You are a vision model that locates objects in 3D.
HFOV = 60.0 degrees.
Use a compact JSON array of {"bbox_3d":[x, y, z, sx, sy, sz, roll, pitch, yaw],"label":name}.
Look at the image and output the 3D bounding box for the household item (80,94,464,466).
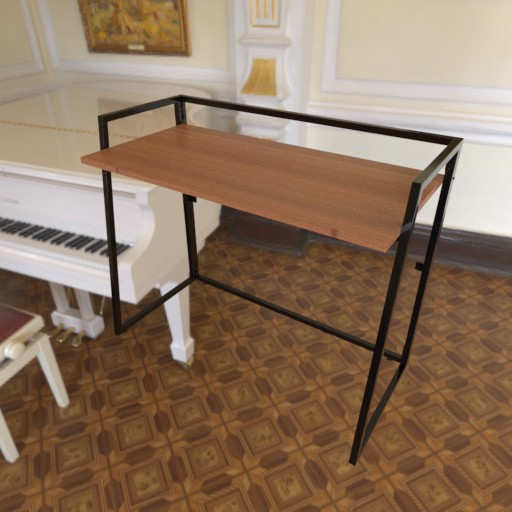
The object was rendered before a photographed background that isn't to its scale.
[{"bbox_3d":[0.000,0.000,1.517,1.050,0.860,0.510,19,36,28],"label":"household item"}]
